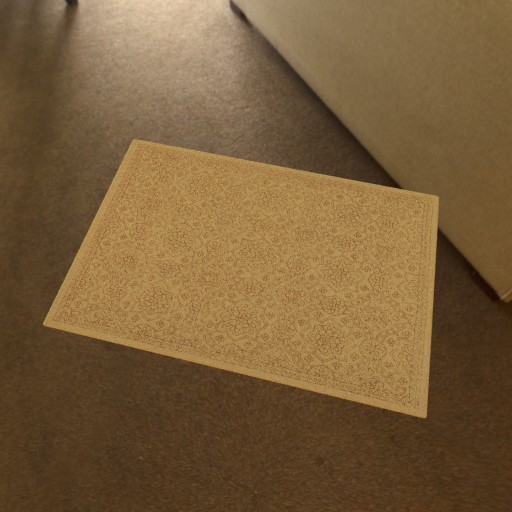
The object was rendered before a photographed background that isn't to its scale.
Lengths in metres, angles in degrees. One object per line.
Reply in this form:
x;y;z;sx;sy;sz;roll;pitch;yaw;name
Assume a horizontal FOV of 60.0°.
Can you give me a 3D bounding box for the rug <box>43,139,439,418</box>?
0.000;0.000;2.320;1.829;0.010;1.219;12;63;6;rug
